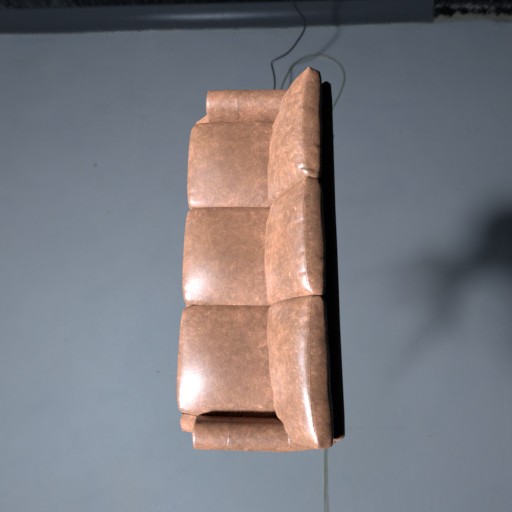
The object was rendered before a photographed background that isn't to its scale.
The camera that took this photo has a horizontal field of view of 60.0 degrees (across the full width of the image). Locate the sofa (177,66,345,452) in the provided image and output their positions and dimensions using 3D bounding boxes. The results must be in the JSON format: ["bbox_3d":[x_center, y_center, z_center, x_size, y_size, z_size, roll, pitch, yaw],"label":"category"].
[{"bbox_3d":[0.000,0.000,2.906,0.973,0.977,2.351,0,75,0],"label":"sofa"}]
